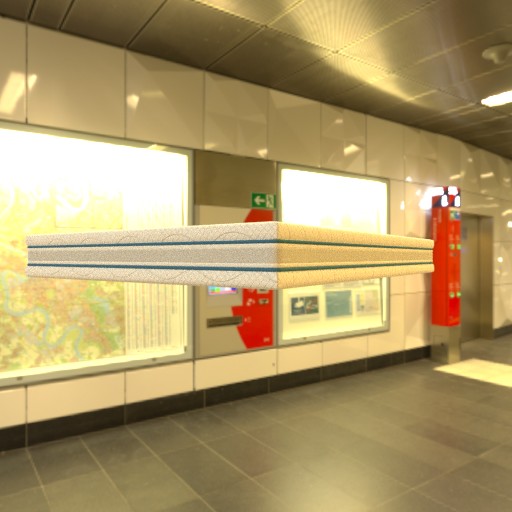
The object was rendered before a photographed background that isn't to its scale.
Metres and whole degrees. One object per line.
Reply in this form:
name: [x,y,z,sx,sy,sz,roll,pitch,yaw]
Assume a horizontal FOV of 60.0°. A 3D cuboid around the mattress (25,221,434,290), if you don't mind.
mattress: [0.000,0.000,2.708,1.600,0.230,2.000,0,0,35]
